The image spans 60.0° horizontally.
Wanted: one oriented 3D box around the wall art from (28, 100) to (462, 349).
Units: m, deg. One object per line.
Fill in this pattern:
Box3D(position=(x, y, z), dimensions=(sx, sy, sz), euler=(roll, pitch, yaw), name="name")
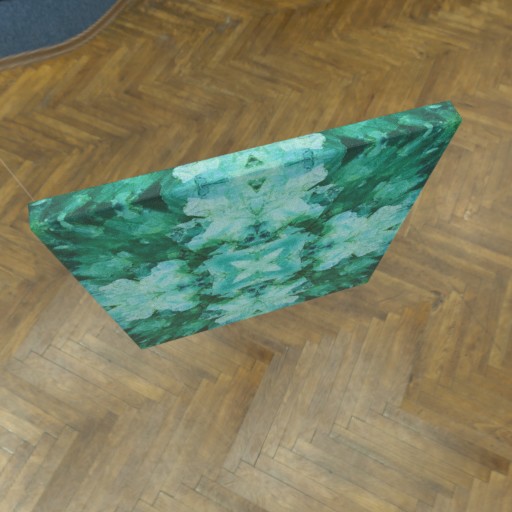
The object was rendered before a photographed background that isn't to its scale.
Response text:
Box3D(position=(0.000, 0.000, 0.729), dimensions=(0.507, 0.508, 0.038), euler=(-15, 65, -7), name="wall art")
